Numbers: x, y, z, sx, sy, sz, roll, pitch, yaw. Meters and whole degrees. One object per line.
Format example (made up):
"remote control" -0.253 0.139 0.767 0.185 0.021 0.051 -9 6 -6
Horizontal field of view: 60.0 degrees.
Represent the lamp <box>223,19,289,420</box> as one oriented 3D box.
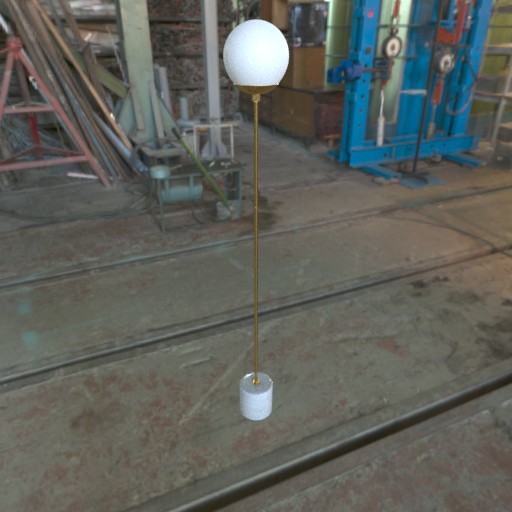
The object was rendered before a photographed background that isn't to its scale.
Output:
"lamp" 0.000 0.000 1.862 0.224 1.753 0.224 9 29 18
